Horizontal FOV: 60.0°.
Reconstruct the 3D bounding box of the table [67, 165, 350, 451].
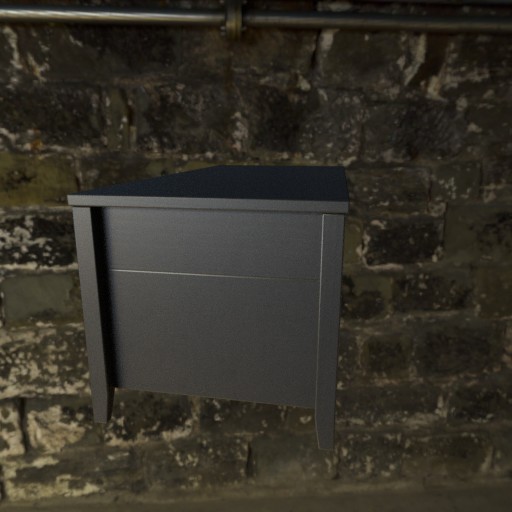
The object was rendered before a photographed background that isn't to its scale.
[{"bbox_3d":[0.000,0.000,1.268,0.483,0.457,1.016,3,15,10],"label":"table"}]
